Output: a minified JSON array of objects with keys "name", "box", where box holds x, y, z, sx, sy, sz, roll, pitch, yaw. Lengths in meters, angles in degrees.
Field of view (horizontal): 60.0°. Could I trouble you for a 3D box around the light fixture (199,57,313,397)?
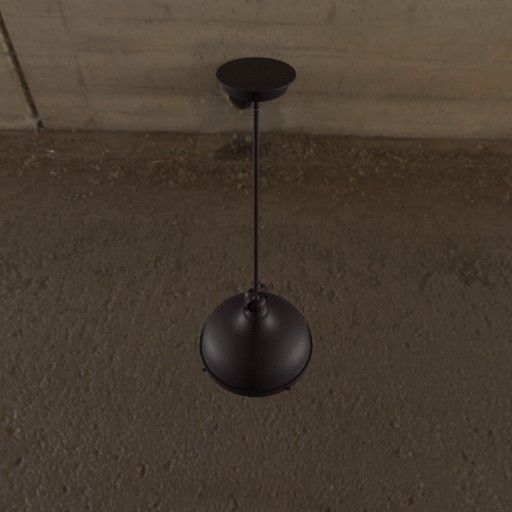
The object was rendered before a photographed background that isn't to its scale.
[{"name":"light fixture","box":[0.000,0.000,1.023,0.341,0.849,0.341,-23,50,-21]}]
